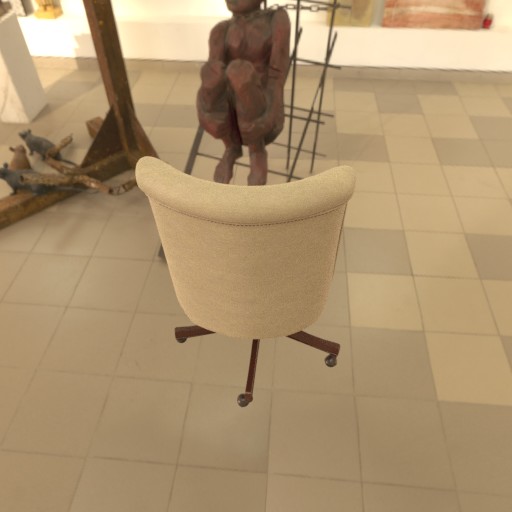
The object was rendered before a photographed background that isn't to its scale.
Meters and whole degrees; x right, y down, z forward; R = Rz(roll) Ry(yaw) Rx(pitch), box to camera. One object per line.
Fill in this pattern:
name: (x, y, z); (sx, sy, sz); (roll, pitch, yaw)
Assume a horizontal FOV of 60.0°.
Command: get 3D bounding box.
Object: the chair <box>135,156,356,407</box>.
chair: (0.000, 0.000, 1.418); (0.645, 1.010, 0.696); (3, 46, 3)
